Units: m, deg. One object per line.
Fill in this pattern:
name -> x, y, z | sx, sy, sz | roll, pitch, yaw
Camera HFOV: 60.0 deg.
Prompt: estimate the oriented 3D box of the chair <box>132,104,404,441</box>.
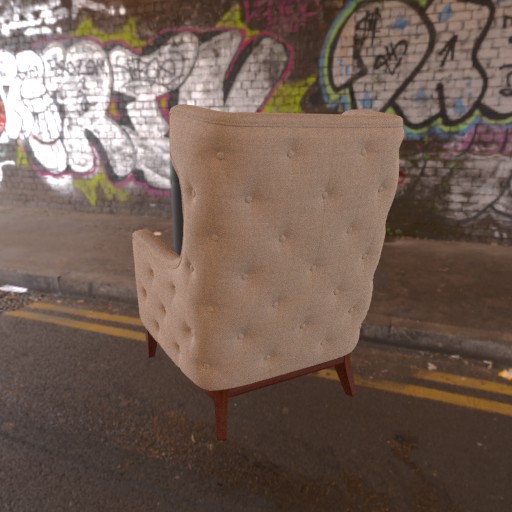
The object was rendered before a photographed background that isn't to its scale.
chair -> 0.000, 0.000, 1.713 | 0.778, 1.079, 0.899 | -8, 18, -27
